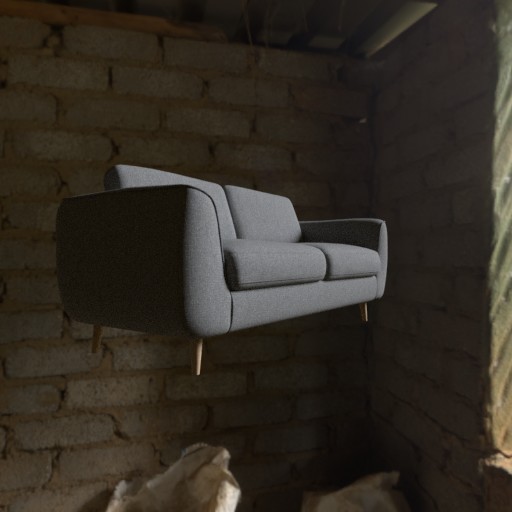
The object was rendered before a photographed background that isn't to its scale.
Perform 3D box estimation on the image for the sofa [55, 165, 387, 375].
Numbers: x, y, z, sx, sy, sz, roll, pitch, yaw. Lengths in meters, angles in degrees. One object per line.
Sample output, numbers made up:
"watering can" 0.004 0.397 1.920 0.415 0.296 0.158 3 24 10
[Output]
"sofa" 0.000 0.000 2.489 0.920 0.870 2.000 0 0 36
